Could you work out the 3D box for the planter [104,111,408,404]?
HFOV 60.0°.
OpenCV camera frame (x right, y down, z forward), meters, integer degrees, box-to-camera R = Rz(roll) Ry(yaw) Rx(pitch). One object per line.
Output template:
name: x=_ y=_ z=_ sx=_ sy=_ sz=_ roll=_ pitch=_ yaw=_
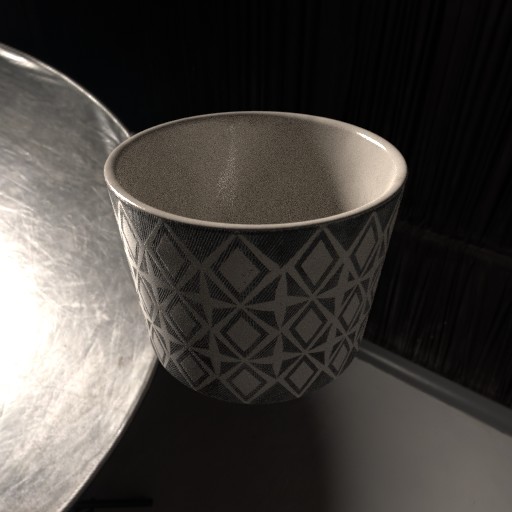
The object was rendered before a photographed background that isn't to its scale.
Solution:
planter: x=0.000 y=0.000 z=0.455 sx=0.260 sy=0.220 sz=0.260 roll=0 pitch=34 yaw=0
